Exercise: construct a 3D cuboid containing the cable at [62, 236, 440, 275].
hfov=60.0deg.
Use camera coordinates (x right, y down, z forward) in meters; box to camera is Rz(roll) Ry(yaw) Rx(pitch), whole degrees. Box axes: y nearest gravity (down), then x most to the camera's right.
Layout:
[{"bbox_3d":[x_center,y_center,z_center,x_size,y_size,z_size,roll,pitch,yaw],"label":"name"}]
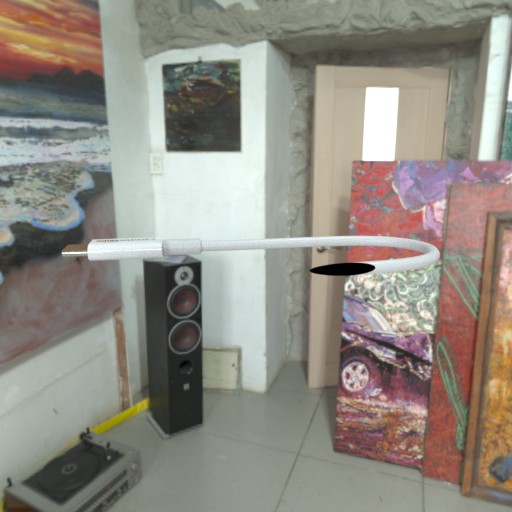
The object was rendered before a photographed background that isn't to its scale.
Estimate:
[{"bbox_3d":[0.000,0.000,0.113,0.098,0.006,0.040,-2,13,-10],"label":"cable"}]
